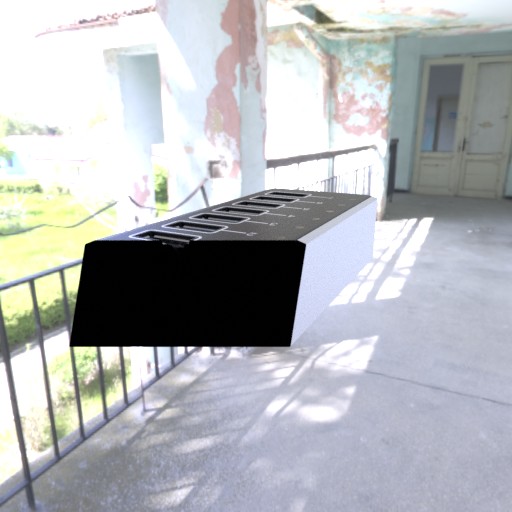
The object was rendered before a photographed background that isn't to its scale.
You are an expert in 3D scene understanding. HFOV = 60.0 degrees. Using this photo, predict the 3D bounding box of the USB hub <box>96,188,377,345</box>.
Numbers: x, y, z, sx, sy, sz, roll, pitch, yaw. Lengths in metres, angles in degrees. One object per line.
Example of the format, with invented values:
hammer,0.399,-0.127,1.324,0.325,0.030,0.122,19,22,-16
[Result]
USB hub,0.000,0.000,0.128,0.044,0.023,0.110,9,19,27
